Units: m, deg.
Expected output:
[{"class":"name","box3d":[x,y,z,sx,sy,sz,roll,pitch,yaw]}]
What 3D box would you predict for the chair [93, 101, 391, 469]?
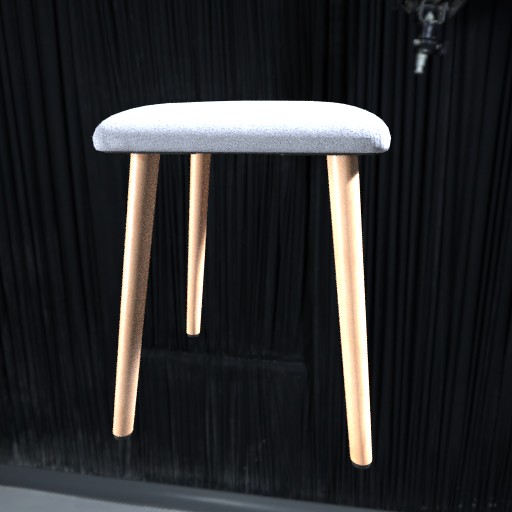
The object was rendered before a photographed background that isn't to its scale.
[{"class":"chair","box3d":[0.000,0.000,0.677,0.350,0.440,0.350,3,15,9]}]
